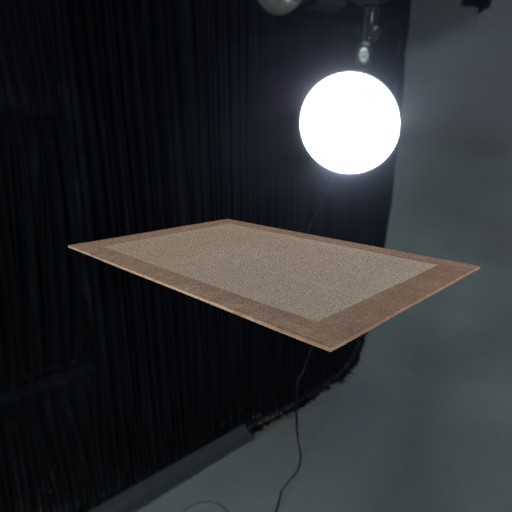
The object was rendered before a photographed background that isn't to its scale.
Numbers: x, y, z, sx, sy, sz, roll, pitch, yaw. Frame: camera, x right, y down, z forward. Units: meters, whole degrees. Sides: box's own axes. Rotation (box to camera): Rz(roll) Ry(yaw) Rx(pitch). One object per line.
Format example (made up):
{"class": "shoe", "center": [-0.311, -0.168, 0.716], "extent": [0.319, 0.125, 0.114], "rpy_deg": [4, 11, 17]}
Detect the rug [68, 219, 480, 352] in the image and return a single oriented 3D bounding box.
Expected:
{"class": "rug", "center": [0.000, 0.000, 2.333], "extent": [1.829, 0.014, 1.219], "rpy_deg": [14, 21, 43]}
